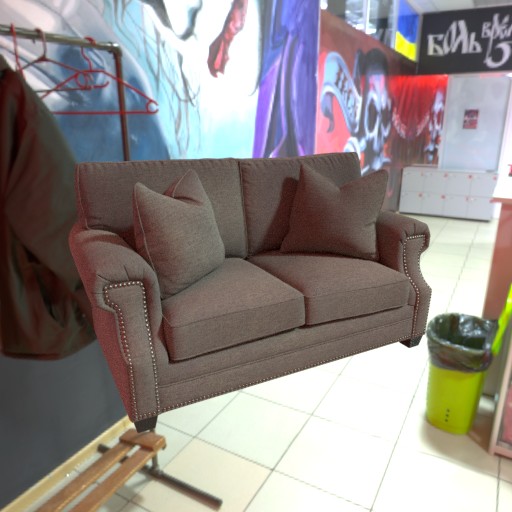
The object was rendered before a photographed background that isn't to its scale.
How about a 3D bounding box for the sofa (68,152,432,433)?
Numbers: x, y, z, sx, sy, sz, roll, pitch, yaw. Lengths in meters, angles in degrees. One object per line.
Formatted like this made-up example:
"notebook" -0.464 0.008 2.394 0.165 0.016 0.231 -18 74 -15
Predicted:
"sofa" 0.000 0.000 2.254 1.701 0.966 0.966 -9 19 -26
